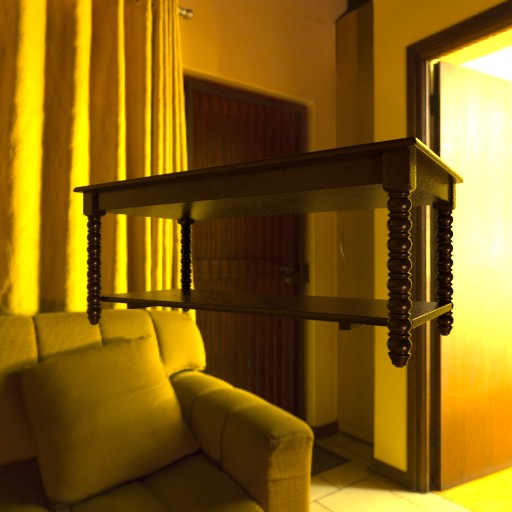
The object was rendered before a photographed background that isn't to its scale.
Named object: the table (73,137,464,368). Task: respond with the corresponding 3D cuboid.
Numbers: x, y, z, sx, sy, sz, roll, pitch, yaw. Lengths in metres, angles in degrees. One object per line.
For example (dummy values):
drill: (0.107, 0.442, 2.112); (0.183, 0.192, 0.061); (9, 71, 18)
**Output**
table: (0.000, 0.000, 1.464); (1.171, 0.487, 0.580); (0, 0, 34)
